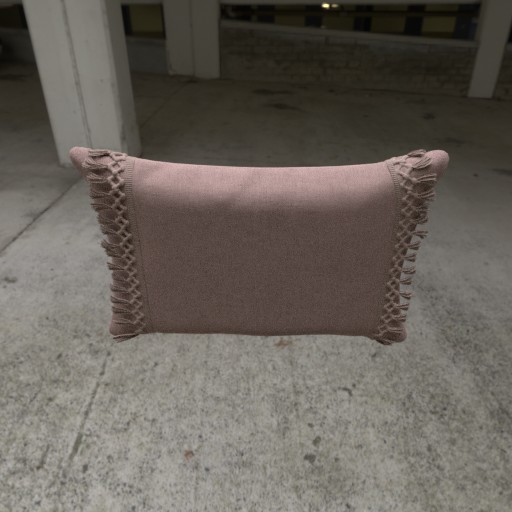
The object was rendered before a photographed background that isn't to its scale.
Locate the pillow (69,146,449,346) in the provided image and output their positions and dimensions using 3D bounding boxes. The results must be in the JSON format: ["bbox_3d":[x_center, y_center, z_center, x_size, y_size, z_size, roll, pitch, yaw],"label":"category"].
[{"bbox_3d":[0.000,0.000,0.614,0.466,0.305,0.084,1,31,2],"label":"pillow"}]
